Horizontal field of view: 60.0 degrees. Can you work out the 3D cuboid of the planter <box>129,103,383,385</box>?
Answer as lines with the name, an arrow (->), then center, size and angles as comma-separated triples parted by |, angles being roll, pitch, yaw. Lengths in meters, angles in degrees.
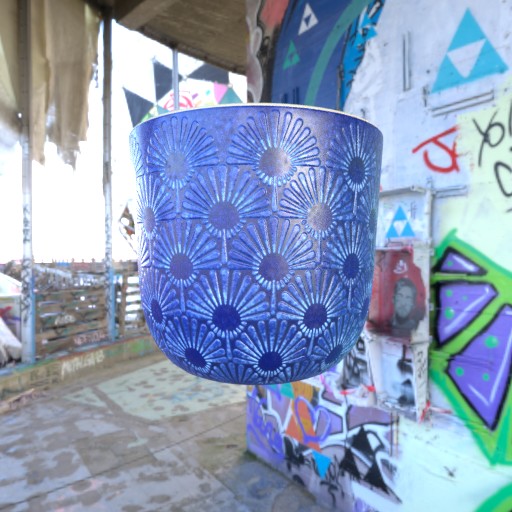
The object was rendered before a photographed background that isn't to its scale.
planter -> 0.000, 0.000, 0.374 | 0.206, 0.190, 0.206 | 0, 0, 0
